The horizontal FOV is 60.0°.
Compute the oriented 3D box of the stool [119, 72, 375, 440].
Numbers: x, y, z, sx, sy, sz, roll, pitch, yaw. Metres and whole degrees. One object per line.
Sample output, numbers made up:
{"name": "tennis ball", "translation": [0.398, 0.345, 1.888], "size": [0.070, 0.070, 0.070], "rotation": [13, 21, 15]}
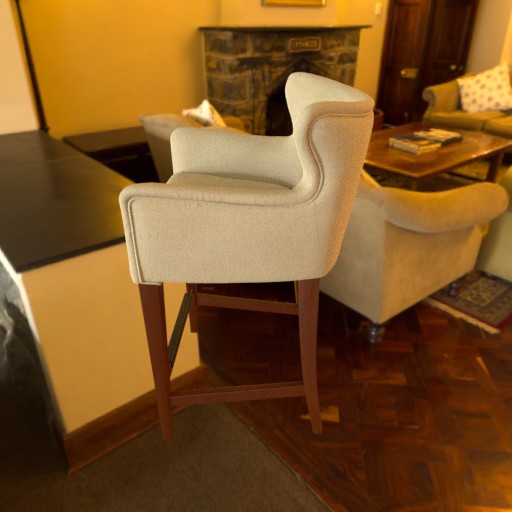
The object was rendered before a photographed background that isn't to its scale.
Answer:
{"name": "stool", "translation": [0.000, 0.000, 1.304], "size": [0.570, 0.951, 0.601], "rotation": [1, 28, 1]}
